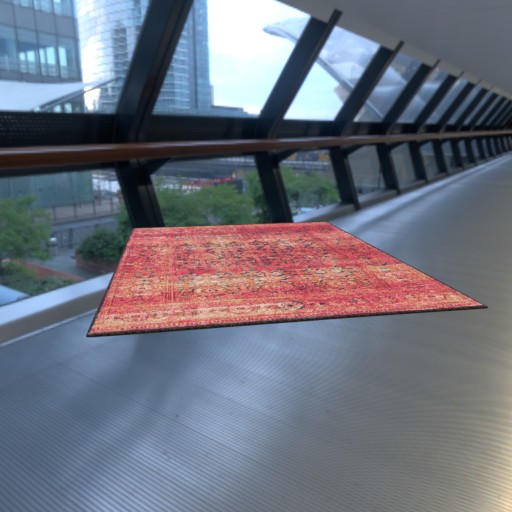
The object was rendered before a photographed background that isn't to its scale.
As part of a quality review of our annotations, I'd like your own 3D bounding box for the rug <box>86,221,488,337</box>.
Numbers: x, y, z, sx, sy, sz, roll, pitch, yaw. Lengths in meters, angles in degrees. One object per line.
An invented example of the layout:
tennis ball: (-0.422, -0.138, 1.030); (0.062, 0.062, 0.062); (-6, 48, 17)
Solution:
rug: (0.000, 0.000, 4.010); (2.411, 0.020, 3.032); (-3, 15, -10)
